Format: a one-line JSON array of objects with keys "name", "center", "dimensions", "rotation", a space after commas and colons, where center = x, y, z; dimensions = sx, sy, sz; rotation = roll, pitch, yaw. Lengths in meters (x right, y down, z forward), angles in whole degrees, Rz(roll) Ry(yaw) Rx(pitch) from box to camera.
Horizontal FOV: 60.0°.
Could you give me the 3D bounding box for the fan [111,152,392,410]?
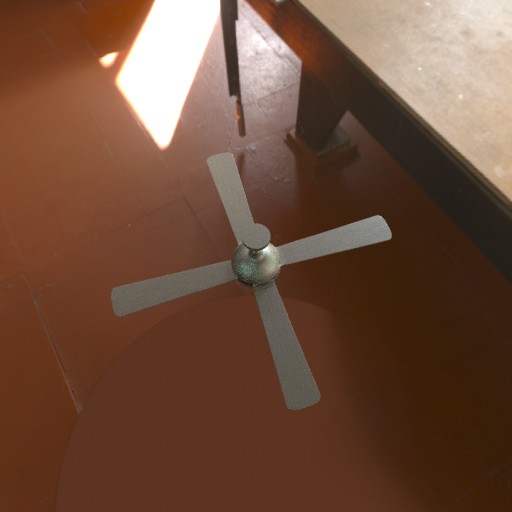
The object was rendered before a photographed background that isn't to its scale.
[{"name": "fan", "center": [0.000, 0.000, 2.057], "dimensions": [1.321, 0.381, 1.321], "rotation": [3, 63, 1]}]
